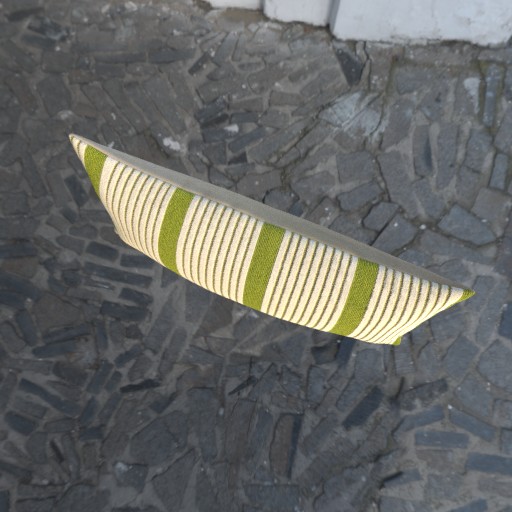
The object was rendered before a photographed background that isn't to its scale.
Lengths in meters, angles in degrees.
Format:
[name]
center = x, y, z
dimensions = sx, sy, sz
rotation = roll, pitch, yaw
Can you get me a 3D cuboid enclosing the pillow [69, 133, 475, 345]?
[pillow]
center = 0.000, 0.000, 0.743
dimensions = 0.608, 0.292, 0.156
rotation = 22, 76, 5
